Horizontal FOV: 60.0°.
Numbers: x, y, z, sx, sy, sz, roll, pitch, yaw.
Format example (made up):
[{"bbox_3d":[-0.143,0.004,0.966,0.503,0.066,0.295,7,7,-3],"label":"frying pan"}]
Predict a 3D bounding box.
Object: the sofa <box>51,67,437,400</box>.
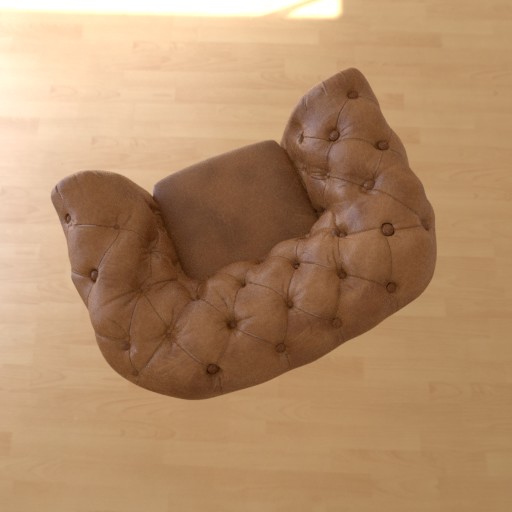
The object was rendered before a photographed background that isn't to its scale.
[{"bbox_3d":[0.000,0.000,2.020,1.405,0.878,1.033,-23,77,-5],"label":"sofa"}]
